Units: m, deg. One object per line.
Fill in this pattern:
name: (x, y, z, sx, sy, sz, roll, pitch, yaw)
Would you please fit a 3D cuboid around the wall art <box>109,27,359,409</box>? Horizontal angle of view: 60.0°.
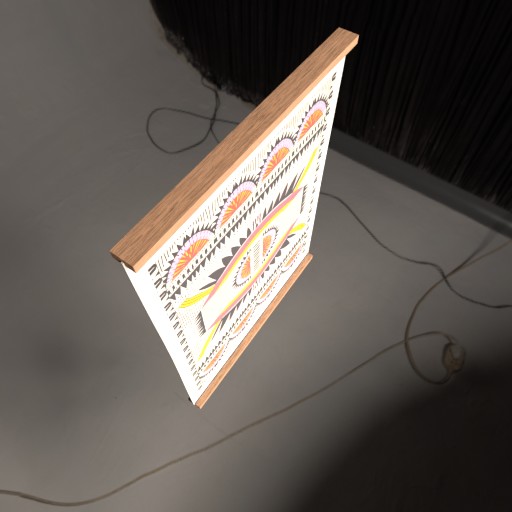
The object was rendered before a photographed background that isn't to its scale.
wall art: (0.000, 0.000, 0.686, 0.028, 0.527, 0.403, 31, 63, 17)
